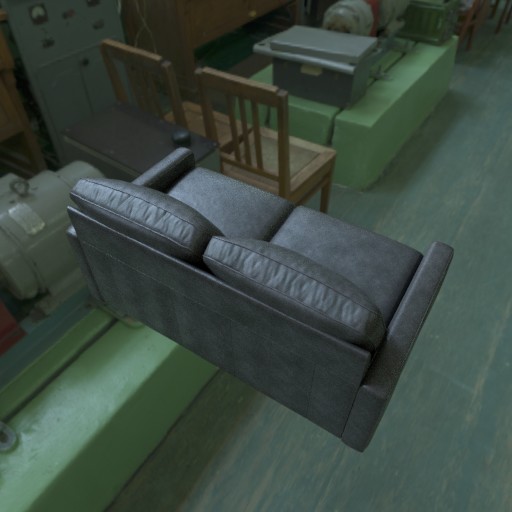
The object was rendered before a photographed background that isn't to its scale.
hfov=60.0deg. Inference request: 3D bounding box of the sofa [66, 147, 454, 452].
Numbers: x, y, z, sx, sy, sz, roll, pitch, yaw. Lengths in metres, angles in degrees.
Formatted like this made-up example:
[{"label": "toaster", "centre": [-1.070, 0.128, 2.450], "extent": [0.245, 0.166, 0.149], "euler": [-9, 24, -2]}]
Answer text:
[{"label": "sofa", "centre": [0.000, 0.000, 2.275], "extent": [1.732, 0.916, 0.939], "euler": [24, 51, 22]}]
